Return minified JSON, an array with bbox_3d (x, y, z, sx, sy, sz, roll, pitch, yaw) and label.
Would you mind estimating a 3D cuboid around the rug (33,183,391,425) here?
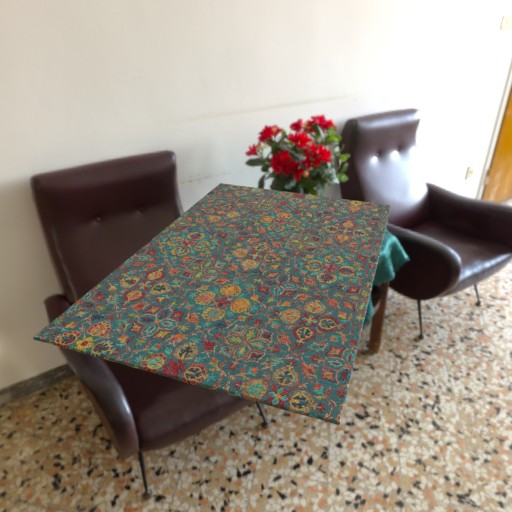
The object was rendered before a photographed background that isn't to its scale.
[{"bbox_3d":[0.000,0.000,2.318,1.216,0.014,1.836,10,31,17],"label":"rug"}]
